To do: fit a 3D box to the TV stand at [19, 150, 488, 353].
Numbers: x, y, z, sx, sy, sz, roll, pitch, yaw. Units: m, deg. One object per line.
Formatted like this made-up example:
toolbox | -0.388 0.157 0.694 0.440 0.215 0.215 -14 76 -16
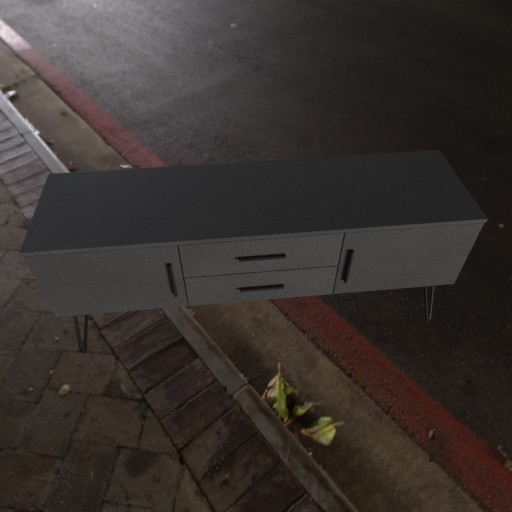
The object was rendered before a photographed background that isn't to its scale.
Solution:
TV stand | 0.000 0.000 1.647 1.400 0.560 0.400 -4 46 -4
